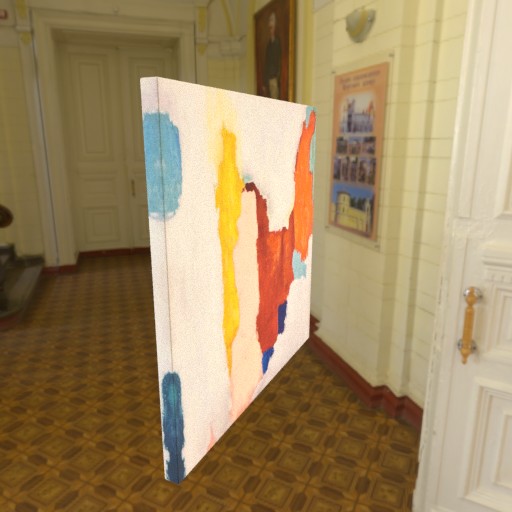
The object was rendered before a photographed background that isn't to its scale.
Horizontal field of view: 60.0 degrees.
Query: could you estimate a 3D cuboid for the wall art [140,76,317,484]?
[{"bbox_3d":[0.000,0.000,1.201,0.037,0.814,0.814,7,16,26],"label":"wall art"}]
